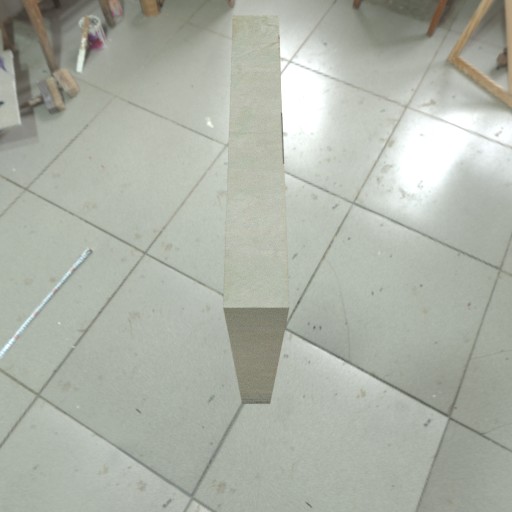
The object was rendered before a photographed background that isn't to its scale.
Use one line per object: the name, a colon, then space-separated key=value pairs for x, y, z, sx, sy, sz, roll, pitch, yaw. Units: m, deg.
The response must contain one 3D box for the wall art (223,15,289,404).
wall art: x=0.000 y=0.000 z=0.479 sx=0.038 sy=0.381 sz=0.254 roll=0 pitch=64 yaw=0
